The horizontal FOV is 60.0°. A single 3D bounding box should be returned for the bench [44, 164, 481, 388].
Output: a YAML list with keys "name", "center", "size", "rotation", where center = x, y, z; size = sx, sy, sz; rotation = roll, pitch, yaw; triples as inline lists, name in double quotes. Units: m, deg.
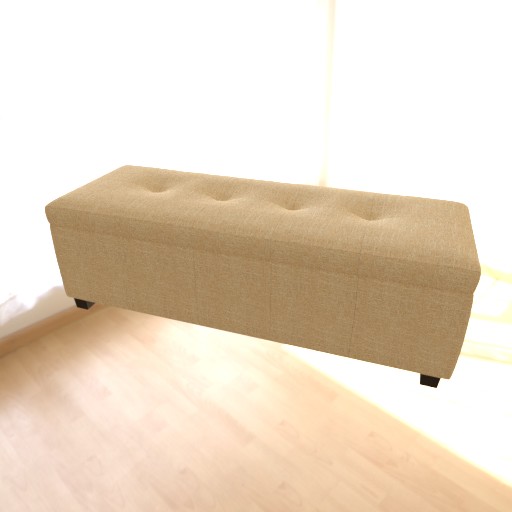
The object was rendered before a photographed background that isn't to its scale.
- name: "bench"
  center: [0.000, 0.000, 1.418]
  size: [1.219, 0.406, 0.432]
  rotation: [9, 30, 16]
